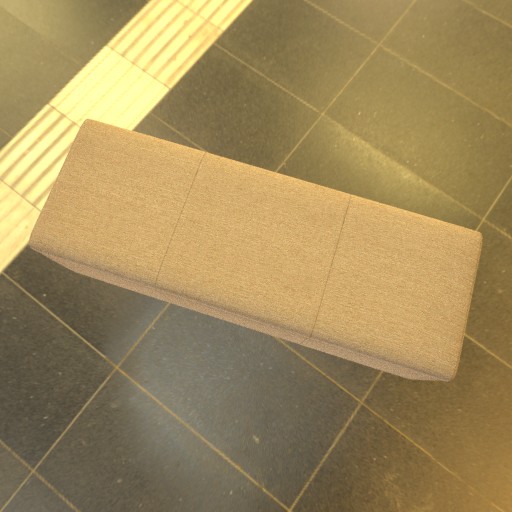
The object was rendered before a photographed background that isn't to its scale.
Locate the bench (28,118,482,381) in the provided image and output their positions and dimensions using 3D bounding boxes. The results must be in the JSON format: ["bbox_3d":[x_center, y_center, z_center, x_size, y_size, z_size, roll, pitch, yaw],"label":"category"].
[{"bbox_3d":[0.000,0.000,1.468,1.269,0.438,0.446,17,76,4],"label":"bench"}]
